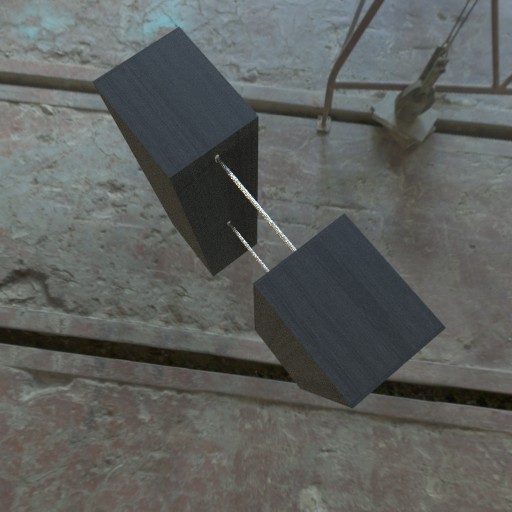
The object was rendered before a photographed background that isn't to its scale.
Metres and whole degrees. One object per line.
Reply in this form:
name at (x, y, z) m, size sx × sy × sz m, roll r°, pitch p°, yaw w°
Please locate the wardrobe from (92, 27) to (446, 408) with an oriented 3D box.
wardrobe at (0.000, 0.000, 2.820) m, size 0.480 × 2.000 × 1.770 m, roll -37°, pitch 78°, yaw -9°
